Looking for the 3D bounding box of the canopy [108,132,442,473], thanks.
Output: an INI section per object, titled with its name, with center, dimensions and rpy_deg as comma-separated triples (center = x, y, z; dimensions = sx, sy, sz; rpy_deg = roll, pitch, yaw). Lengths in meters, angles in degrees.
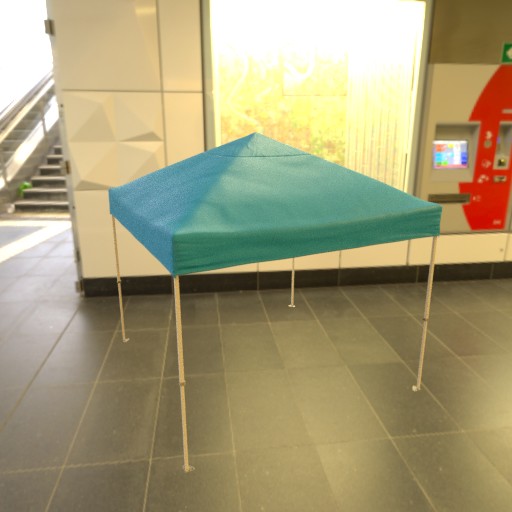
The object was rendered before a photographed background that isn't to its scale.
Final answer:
[canopy]
center = 0.000, 0.000, 5.568
dimensions = 2.998, 2.997, 2.996
rpy_deg = -8, 18, -26
